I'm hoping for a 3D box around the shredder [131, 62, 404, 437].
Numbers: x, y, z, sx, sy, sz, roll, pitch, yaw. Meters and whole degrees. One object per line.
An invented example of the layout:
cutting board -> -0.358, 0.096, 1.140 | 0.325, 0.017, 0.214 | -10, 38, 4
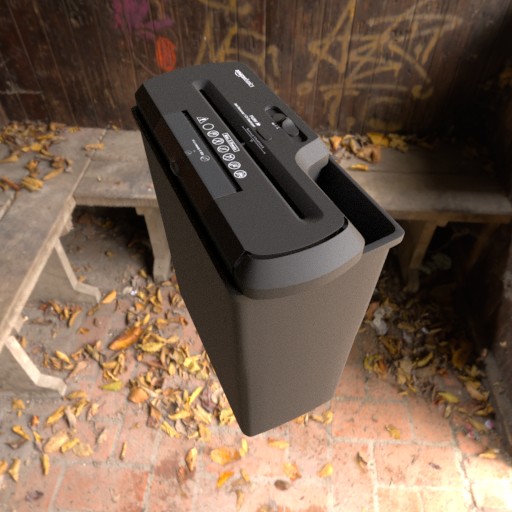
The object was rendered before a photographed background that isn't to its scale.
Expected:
shredder -> 0.000, 0.000, 0.514 | 0.170, 0.335, 0.320 | -19, 50, -17
